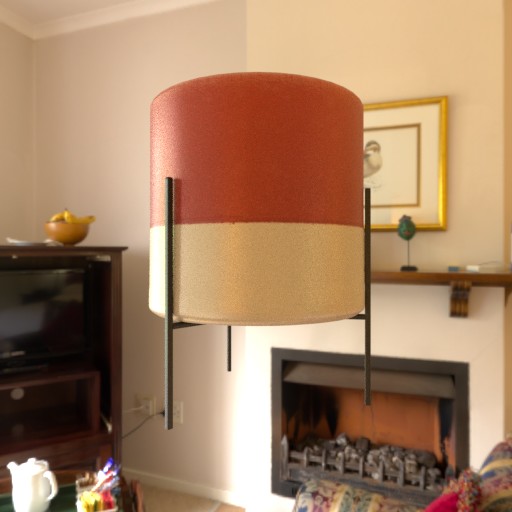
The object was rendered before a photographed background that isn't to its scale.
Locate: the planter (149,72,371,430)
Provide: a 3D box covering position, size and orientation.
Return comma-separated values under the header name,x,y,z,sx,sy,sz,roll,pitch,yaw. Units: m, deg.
name,x,y,z,sx,sy,sz,roll,pitch,yaw
planter,0.000,0.000,0.732,0.345,0.465,0.354,0,0,-18
